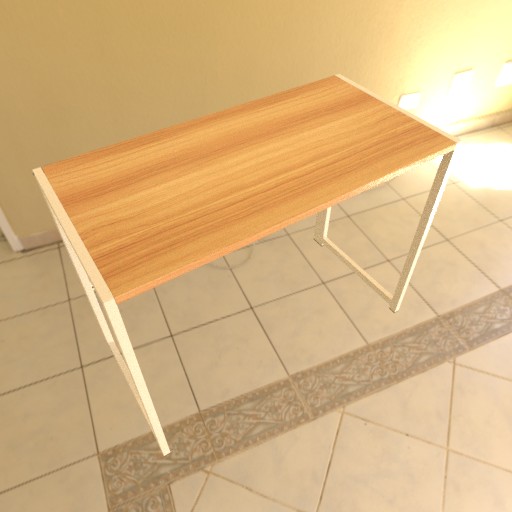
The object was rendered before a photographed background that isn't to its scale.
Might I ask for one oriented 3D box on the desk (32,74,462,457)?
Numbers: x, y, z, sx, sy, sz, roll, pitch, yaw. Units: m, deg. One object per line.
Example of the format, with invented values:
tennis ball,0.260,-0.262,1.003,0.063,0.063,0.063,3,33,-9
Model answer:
desk,0.000,0.000,1.431,1.016,0.762,0.508,-25,51,-23
